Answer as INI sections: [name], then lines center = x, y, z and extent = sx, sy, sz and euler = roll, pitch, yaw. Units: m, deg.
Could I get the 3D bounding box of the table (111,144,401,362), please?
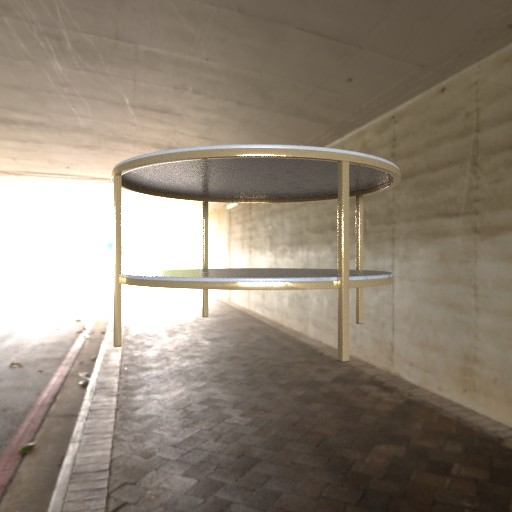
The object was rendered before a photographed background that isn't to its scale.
[table]
center = 0.000, 0.000, 1.289
extent = 0.800, 0.450, 0.800
euler = 0, 0, 0
